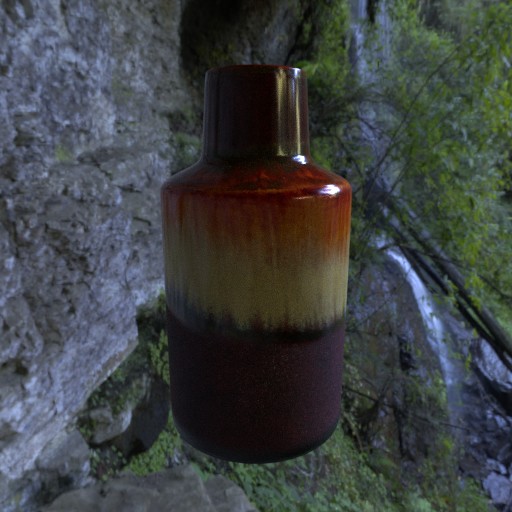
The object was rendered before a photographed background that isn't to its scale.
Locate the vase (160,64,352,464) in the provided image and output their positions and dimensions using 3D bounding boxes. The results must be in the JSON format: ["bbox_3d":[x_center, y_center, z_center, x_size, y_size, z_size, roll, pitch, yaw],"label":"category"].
[{"bbox_3d":[0.000,0.000,0.263,0.108,0.204,0.108,0,15,0],"label":"vase"}]
